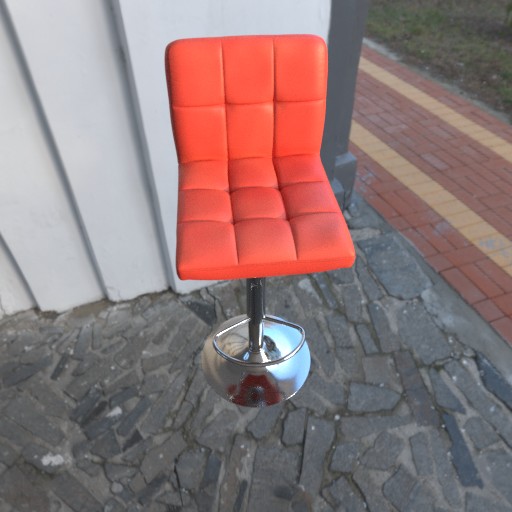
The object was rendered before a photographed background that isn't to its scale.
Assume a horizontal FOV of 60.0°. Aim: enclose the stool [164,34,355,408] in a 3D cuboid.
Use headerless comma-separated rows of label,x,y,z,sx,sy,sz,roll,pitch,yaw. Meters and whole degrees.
stool,0.000,0.000,1.346,0.430,1.115,0.505,-4,45,-4
